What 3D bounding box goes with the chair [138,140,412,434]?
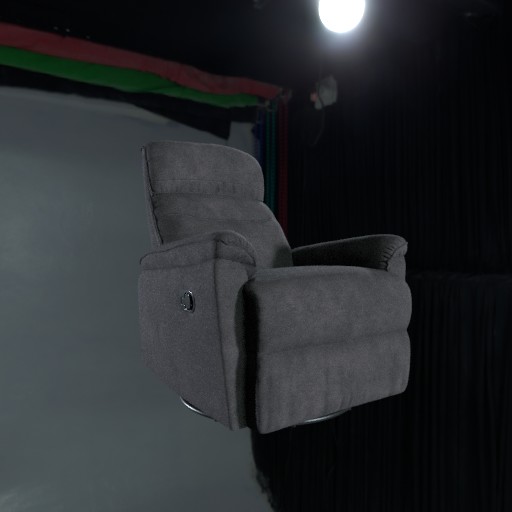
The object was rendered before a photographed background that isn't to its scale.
[{"bbox_3d":[0.000,0.000,1.729,0.830,1.035,1.009,-1,1,-35],"label":"chair"}]
